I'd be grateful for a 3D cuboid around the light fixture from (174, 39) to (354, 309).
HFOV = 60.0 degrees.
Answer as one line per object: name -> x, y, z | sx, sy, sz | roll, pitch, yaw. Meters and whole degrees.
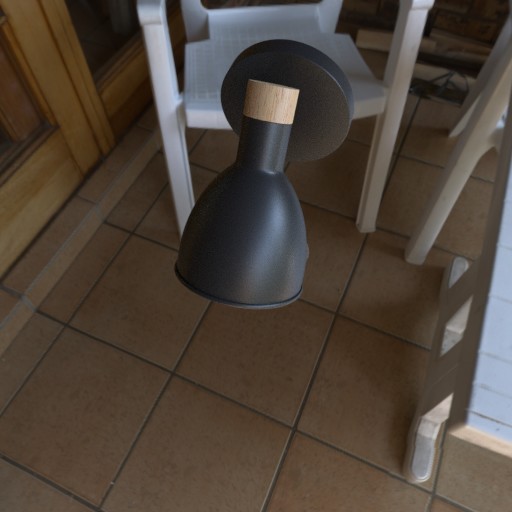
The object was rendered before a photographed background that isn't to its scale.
light fixture -> 0.000, 0.000, 0.488 | 0.127, 0.401, 0.203 | 15, 59, 9
